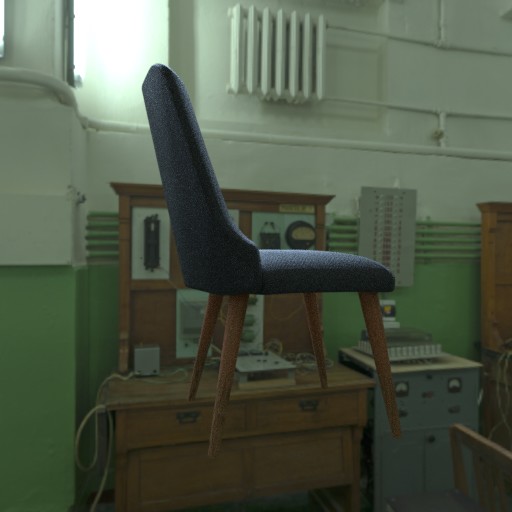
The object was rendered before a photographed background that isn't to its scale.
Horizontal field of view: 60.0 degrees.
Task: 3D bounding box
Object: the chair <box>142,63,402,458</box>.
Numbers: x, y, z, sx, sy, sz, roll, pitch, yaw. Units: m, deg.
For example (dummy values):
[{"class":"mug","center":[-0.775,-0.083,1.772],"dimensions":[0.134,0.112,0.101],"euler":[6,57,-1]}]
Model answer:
[{"class":"chair","center":[0.000,0.000,1.134],"dimensions":[0.567,0.820,0.504],"euler":[0,0,-15]}]
